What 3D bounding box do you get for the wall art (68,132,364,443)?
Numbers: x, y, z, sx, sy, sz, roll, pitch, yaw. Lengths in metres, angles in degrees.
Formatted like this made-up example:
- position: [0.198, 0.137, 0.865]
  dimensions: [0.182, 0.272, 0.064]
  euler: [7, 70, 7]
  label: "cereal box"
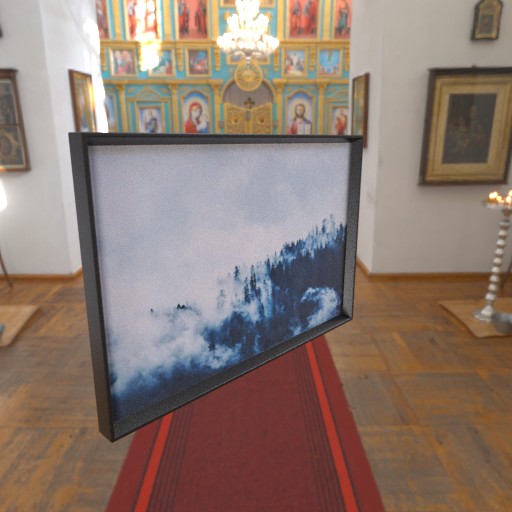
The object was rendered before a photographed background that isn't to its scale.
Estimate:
- position: [0.000, 0.000, 1.207]
  dimensions: [0.058, 0.640, 0.939]
  euler: [14, 20, 43]
  label: "wall art"
